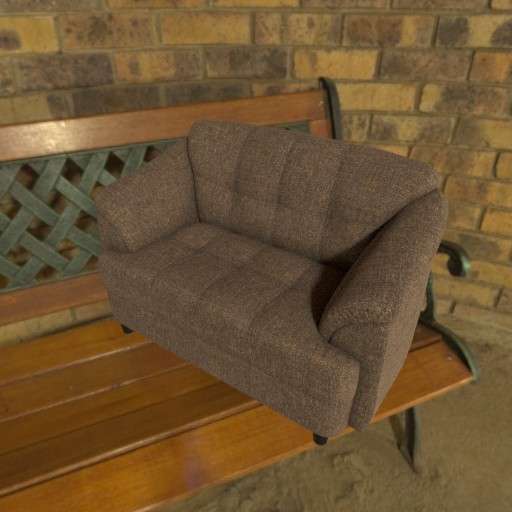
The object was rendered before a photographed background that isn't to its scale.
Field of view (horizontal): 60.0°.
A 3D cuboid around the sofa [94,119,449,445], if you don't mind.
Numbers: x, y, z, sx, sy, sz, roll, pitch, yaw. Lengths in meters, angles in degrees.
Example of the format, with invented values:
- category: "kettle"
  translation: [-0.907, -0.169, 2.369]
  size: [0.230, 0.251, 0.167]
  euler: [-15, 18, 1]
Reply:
- category: "sofa"
  translation: [0.000, 0.000, 1.911]
  size: [1.404, 0.895, 0.799]
  euler: [20, 37, 30]
